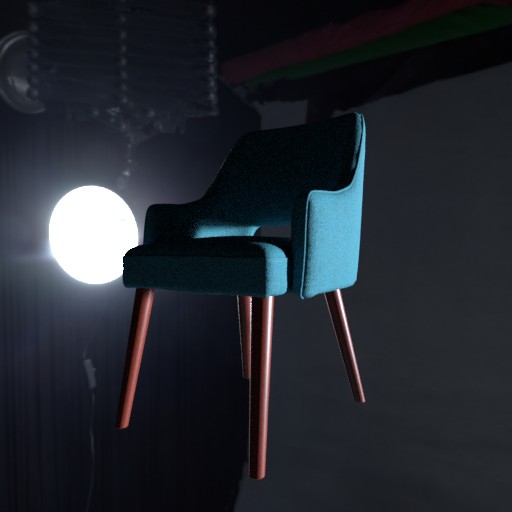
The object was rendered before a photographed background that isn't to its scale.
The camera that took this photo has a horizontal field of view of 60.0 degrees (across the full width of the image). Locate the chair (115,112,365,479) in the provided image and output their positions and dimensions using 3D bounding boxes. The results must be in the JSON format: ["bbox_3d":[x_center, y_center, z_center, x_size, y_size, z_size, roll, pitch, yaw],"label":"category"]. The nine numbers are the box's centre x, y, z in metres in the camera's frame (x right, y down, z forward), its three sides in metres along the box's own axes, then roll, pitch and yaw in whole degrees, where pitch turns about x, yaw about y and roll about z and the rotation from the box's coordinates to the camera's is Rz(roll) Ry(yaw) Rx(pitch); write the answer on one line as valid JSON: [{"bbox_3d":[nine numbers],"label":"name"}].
[{"bbox_3d":[0.000,0.000,1.214,0.548,0.849,0.605,1,1,36],"label":"chair"}]
